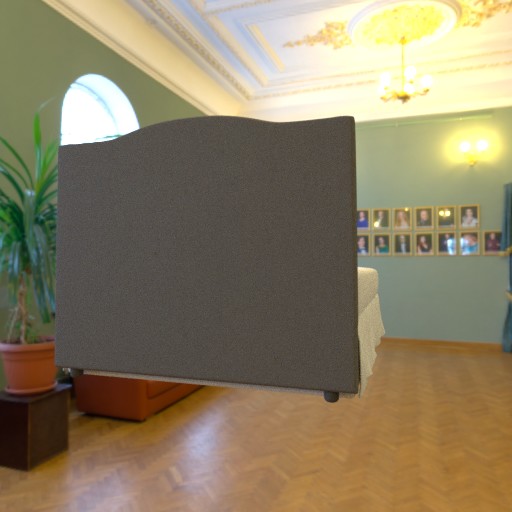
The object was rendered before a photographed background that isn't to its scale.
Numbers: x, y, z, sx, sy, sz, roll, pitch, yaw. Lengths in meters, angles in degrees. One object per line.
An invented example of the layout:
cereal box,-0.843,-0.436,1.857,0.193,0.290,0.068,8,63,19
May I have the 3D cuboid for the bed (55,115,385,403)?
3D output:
bed,0.000,0.000,3.389,1.821,1.436,2.282,0,-1,18
